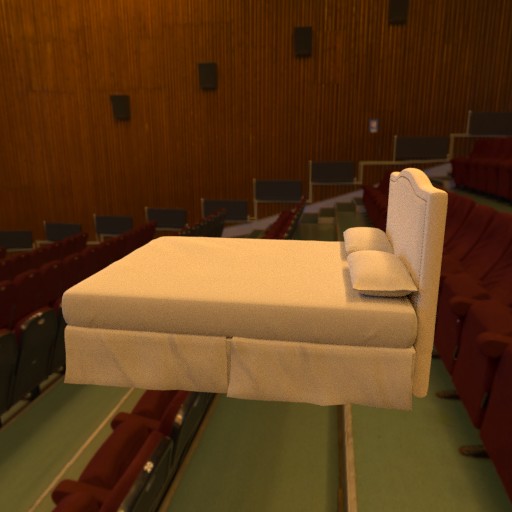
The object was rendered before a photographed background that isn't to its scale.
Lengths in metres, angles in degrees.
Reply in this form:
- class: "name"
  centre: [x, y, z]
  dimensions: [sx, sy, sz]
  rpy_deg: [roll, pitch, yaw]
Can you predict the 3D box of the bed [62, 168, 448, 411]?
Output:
- class: "bed"
  centre: [0.000, 0.000, 3.651]
  dimensions: [2.477, 1.437, 1.977]
  rpy_deg: [2, 15, 9]
